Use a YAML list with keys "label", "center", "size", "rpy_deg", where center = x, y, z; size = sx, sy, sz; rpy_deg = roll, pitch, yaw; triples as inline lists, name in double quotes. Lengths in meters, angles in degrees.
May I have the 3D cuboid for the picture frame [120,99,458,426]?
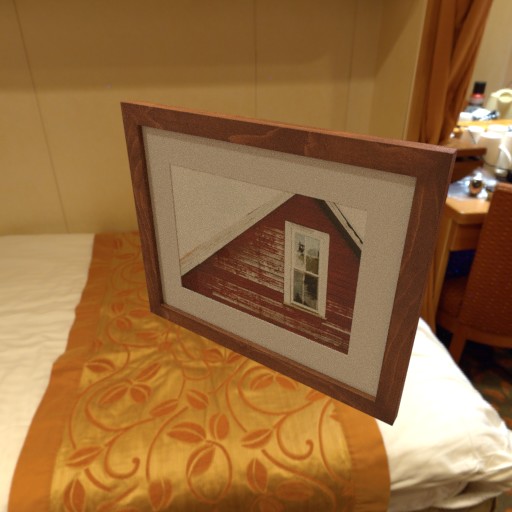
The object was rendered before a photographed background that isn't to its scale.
- label: "picture frame"
  center: [0.000, 0.000, 0.764]
  size: [0.559, 0.457, 0.025]
  rpy_deg: [18, 34, 29]
